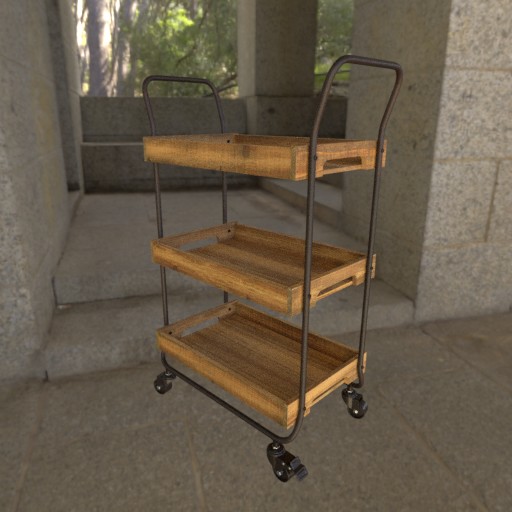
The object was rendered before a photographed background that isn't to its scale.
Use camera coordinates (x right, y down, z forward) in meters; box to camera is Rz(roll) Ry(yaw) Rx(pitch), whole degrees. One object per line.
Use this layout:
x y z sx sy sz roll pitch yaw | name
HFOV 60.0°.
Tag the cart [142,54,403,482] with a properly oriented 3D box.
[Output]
0.000 0.000 1.100 0.583 0.857 0.339 17 24 42 | cart
